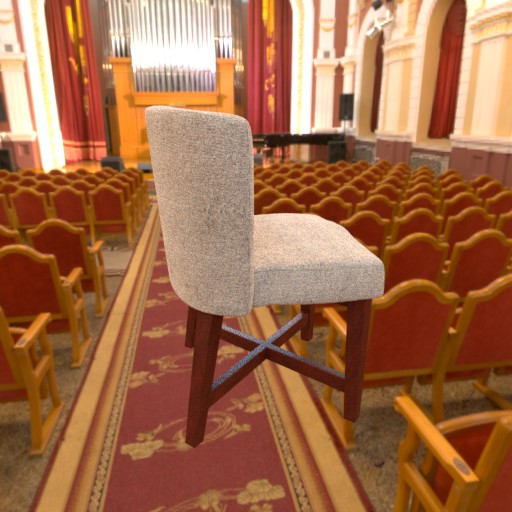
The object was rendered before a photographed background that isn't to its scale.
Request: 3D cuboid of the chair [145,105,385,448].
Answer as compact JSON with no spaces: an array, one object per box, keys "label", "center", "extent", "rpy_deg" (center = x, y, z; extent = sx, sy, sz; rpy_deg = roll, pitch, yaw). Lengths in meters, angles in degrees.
[{"label":"chair","center":[0.000,0.000,1.294],"extent":[0.575,0.827,0.728],"rpy_deg":[-3,17,-9]}]
